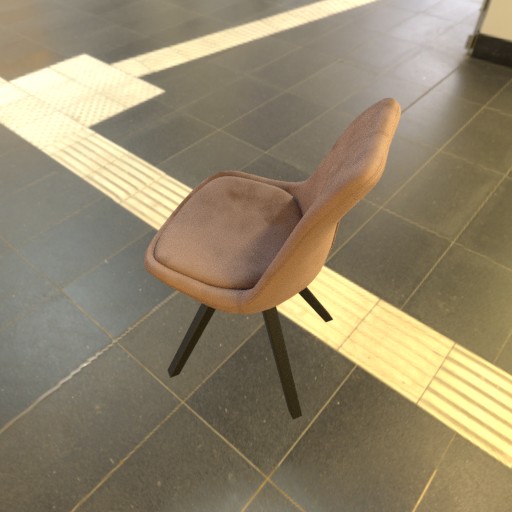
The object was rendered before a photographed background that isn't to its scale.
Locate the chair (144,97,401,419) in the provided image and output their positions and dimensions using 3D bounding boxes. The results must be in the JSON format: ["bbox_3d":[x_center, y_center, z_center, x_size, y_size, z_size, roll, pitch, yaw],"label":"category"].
[{"bbox_3d":[0.000,0.000,1.195,0.547,0.865,0.483,16,48,14],"label":"chair"}]
